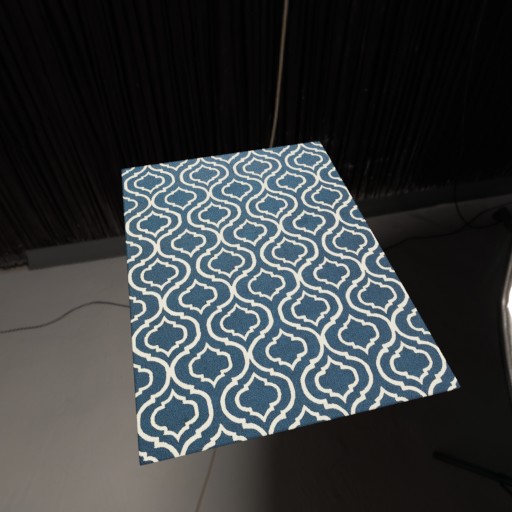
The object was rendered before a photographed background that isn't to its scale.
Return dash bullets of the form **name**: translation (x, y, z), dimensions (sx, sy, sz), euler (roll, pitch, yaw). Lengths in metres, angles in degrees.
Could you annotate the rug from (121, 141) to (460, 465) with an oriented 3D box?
- **rug**: translation (0.000, 0.000, 4.294), dimensions (2.438, 0.010, 3.353), euler (-10, 49, -9)
